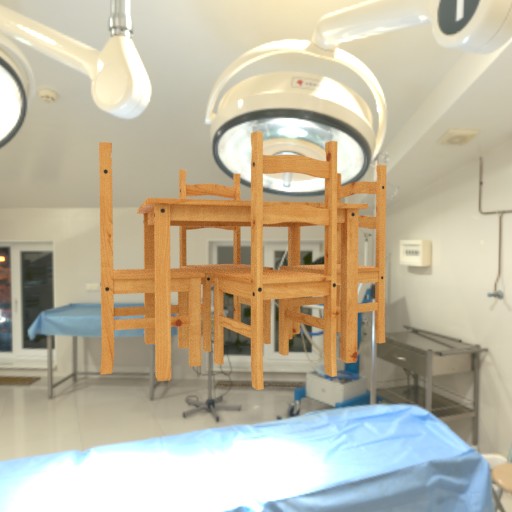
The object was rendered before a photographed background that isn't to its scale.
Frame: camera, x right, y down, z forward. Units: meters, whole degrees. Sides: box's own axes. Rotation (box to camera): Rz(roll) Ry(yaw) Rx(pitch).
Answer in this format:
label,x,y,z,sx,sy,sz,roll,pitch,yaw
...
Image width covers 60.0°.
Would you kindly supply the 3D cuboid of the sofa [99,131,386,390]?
label,x,y,z,sx,sy,sz,roll,pitch,yaw
sofa,0.000,0.000,2.300,1.529,1.000,1.144,-1,2,-18
